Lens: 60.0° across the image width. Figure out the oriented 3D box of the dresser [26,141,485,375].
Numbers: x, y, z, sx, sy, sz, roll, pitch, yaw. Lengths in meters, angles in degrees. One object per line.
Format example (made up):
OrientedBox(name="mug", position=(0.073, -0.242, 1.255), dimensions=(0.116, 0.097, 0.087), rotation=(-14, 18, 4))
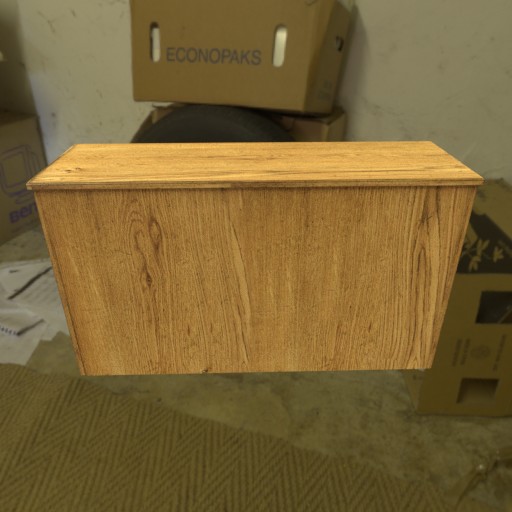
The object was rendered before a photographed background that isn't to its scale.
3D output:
OrientedBox(name="dresser", position=(0.000, 0.000, 2.068), dimensions=(1.657, 0.932, 0.563), rotation=(-1, 29, -1))
